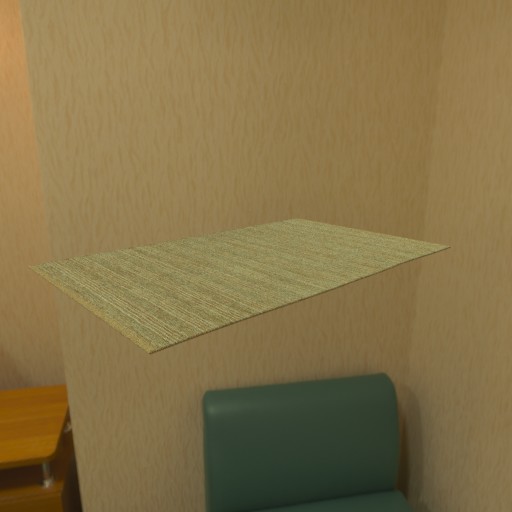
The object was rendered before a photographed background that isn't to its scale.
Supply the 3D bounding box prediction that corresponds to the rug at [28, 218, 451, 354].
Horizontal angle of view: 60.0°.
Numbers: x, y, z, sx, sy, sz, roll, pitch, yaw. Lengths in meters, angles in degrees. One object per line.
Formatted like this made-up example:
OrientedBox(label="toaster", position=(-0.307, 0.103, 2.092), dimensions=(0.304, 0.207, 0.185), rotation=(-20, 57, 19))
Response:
OrientedBox(label="rug", position=(0.000, 0.000, 2.998), dimensions=(2.448, 0.012, 1.540), rotation=(-13, 20, -40))
